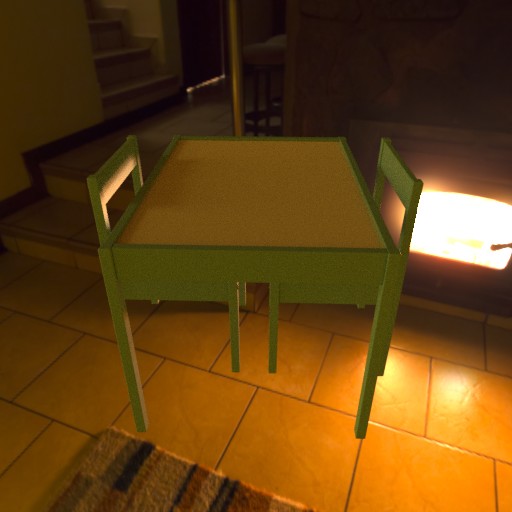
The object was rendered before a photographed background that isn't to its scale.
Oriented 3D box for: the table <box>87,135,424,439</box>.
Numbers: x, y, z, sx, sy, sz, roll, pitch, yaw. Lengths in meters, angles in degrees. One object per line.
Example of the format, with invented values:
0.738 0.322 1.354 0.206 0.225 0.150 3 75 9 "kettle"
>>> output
0.000 0.000 1.078 0.633 0.503 0.639 1 31 2 "table"
